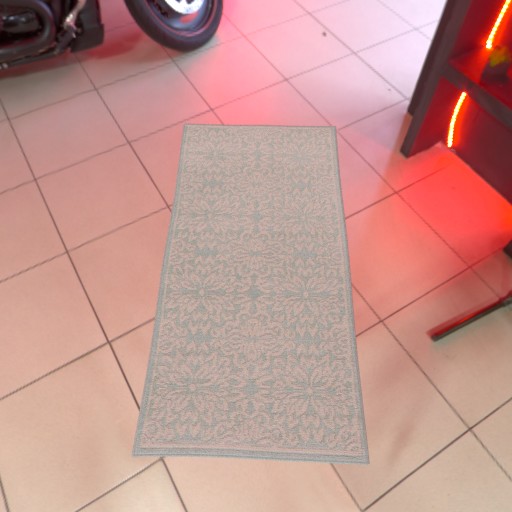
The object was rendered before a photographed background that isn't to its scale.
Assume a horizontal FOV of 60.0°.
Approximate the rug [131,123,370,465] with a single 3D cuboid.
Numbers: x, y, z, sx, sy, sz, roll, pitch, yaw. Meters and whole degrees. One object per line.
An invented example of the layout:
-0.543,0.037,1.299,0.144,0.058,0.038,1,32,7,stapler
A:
0.000,0.000,1.438,0.604,0.007,1.219,1,59,1,rug
